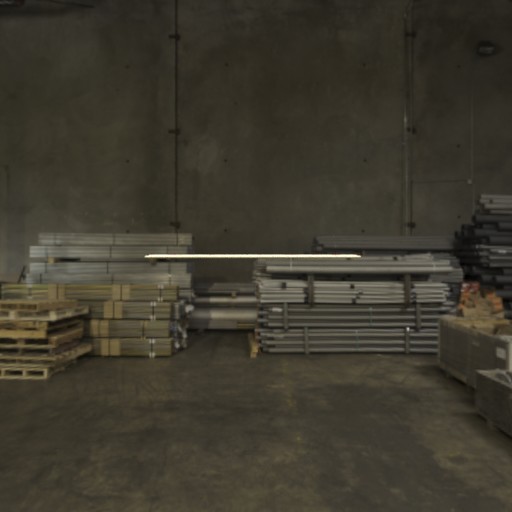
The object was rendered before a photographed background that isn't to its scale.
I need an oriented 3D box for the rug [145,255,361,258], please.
[{"bbox_3d":[0.000,0.000,2.447,0.662,0.011,2.196,0,0,1],"label":"rug"}]
